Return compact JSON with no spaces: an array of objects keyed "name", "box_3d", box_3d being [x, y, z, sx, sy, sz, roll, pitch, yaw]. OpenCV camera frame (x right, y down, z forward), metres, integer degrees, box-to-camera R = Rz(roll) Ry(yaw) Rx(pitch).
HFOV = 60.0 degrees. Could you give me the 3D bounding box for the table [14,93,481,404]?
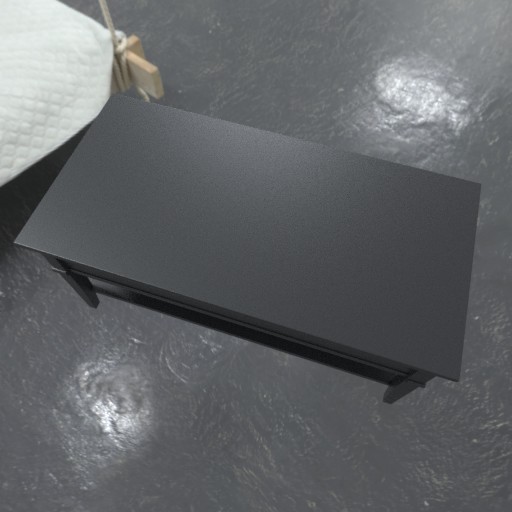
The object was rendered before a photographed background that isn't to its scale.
[{"name":"table","box_3d":[0.000,0.000,1.301,1.044,0.470,0.523,16,64,8]}]
